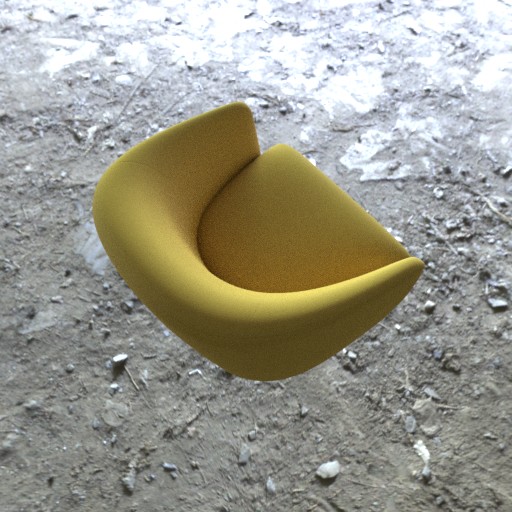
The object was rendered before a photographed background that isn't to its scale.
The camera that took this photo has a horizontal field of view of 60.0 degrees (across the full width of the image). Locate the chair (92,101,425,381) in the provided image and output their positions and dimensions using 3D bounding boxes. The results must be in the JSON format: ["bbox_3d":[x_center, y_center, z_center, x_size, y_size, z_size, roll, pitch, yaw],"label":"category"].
[{"bbox_3d":[0.000,0.000,1.364,0.767,0.698,0.773,-33,64,-19],"label":"chair"}]
